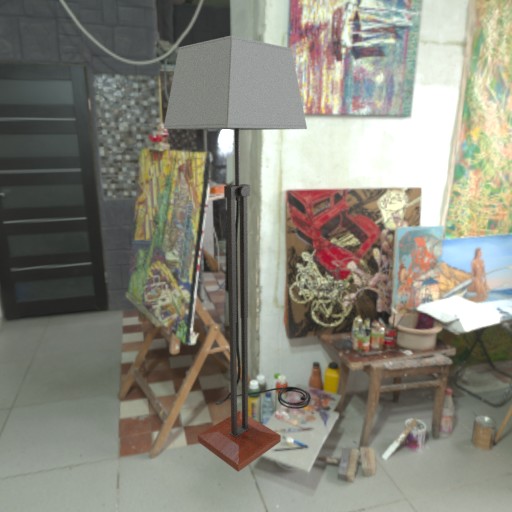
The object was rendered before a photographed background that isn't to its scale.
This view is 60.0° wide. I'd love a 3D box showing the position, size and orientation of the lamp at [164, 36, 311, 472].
[{"bbox_3d":[0.000,0.000,1.997,0.472,1.712,0.745,15,21,43],"label":"lamp"}]
